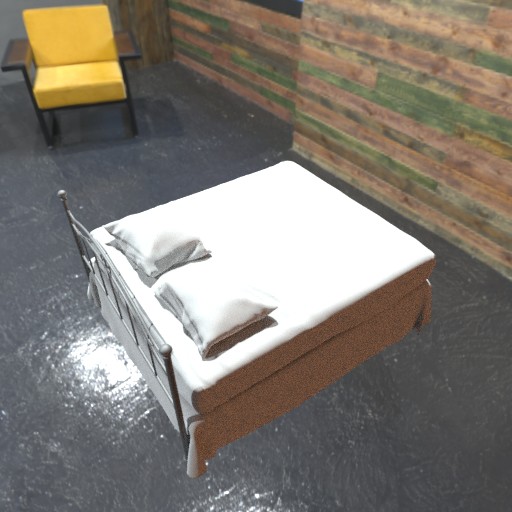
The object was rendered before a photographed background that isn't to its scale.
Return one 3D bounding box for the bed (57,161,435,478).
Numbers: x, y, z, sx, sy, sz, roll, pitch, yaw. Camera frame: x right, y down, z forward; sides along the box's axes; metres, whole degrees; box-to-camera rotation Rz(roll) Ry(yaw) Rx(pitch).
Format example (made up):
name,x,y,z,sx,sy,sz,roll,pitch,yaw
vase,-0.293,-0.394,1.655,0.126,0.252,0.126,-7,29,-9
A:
name,x,y,z,sx,sy,sz,roll,pitch,yaw
bed,0.000,0.000,3.300,2.215,1.080,1.936,-24,46,-26
